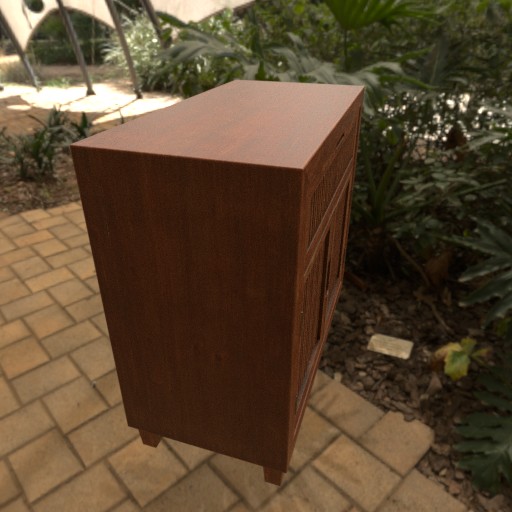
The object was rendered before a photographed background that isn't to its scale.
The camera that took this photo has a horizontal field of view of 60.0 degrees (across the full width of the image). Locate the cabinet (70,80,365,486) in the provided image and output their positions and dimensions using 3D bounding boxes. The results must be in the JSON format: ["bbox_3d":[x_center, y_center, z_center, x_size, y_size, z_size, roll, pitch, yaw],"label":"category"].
[{"bbox_3d":[0.000,0.000,1.212,0.412,0.785,0.796,9,31,16],"label":"cabinet"}]
